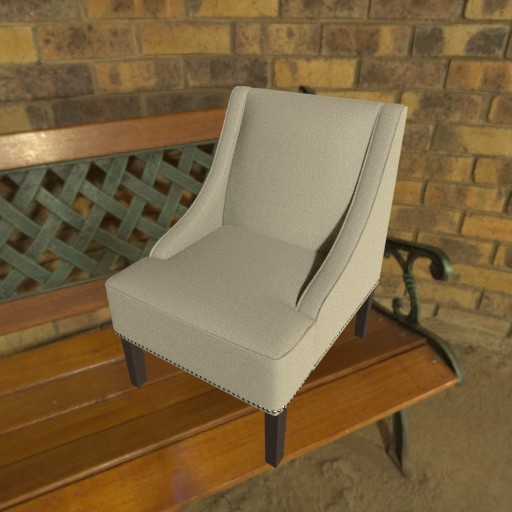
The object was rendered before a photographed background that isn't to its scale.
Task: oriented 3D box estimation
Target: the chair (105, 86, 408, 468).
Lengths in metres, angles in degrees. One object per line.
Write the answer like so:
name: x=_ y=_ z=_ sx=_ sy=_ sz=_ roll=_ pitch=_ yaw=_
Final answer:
chair: x=0.000 y=0.000 z=1.388 sx=0.610 sy=0.864 sz=0.737 roll=18 pitch=35 yaw=28
